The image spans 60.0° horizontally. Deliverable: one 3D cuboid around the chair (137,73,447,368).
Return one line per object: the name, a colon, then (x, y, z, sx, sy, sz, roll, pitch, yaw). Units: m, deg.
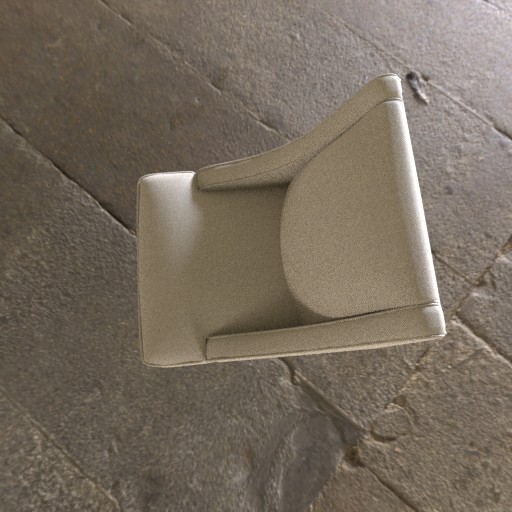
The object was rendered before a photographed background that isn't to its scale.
chair: (0.000, 0.000, 1.379, 0.748, 0.872, 0.628, -5, 76, -1)
